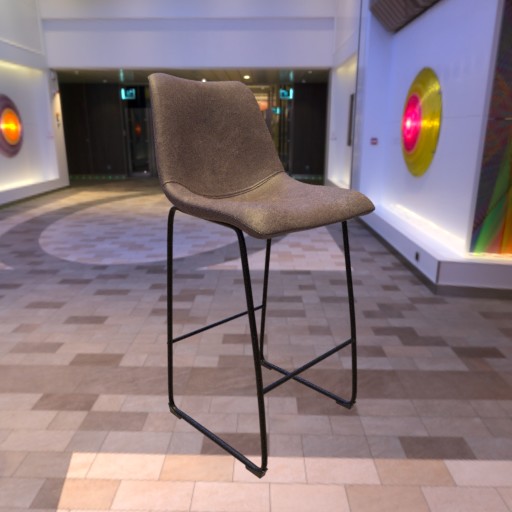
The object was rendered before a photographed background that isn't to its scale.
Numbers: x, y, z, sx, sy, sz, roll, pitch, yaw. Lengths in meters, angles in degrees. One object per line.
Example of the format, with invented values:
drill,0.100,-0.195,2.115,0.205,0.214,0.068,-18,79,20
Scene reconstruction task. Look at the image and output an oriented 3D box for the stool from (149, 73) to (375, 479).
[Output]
stool,0.000,0.000,1.387,0.561,1.082,0.514,15,22,43
